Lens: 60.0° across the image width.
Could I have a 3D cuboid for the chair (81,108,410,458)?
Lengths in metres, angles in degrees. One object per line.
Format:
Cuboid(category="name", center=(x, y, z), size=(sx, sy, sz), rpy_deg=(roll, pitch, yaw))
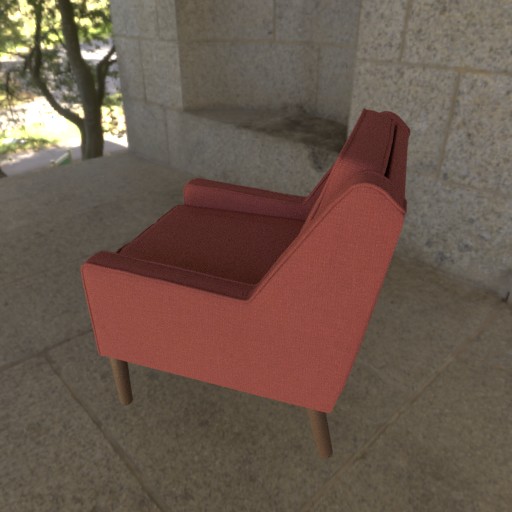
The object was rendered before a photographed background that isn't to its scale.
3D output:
Cuboid(category="chair", center=(0.000, 0.000, 1.324), size=(0.770, 0.812, 0.680), rpy_deg=(9, 30, 15))
